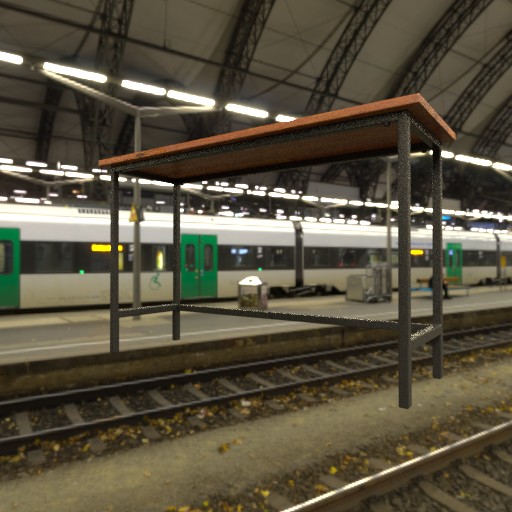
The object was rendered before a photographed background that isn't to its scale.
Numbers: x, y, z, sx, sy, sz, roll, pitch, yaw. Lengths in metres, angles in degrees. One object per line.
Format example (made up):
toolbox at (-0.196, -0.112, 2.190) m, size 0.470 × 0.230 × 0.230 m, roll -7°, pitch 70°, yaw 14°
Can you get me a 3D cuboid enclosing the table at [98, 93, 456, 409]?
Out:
table at (0.000, 0.000, 1.528) m, size 1.204 × 0.740 × 0.408 m, roll 0°, pitch -1°, yaw 35°
